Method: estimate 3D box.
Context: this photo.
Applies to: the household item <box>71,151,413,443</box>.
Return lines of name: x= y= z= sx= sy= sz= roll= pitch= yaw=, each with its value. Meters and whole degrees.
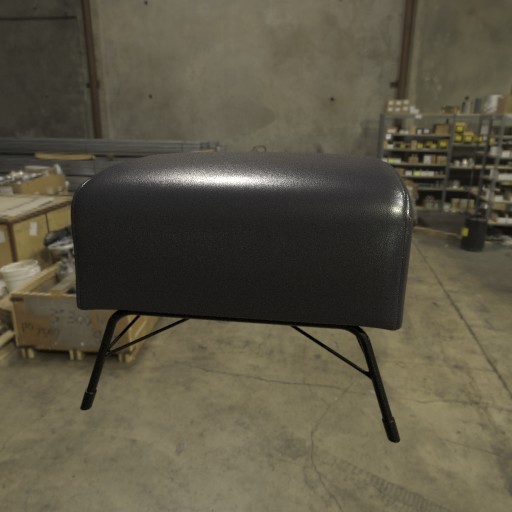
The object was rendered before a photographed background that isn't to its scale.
household item: x=0.000 y=0.000 z=0.903 sx=0.530 sy=0.410 sz=0.530 roll=3 pitch=18 yaw=8
